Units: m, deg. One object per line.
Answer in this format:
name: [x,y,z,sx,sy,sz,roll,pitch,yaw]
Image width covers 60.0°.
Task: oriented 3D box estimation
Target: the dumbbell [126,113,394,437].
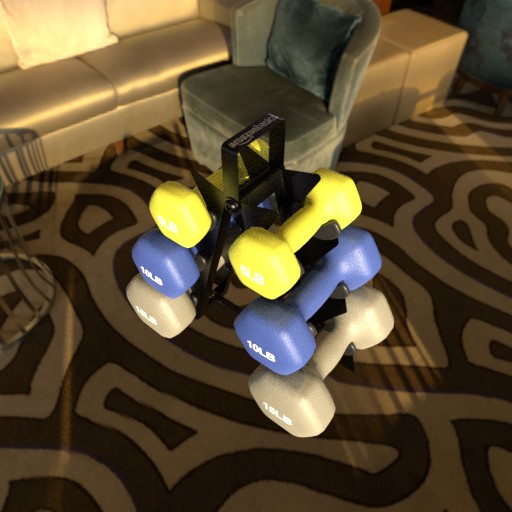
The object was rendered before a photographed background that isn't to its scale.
dumbbell: [0.000,0.000,0.676,0.416,0.426,0.261,30,53,25]
